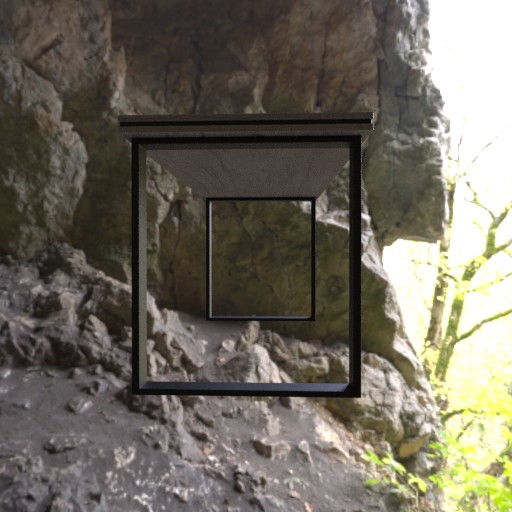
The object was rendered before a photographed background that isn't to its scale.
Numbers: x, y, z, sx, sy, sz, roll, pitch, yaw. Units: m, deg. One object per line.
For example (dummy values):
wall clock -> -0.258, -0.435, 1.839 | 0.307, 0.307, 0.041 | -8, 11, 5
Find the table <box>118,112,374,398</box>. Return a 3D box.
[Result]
table -> 0.000, 0.000, 2.266 | 0.795, 0.899, 1.778 | 0, 0, 2
